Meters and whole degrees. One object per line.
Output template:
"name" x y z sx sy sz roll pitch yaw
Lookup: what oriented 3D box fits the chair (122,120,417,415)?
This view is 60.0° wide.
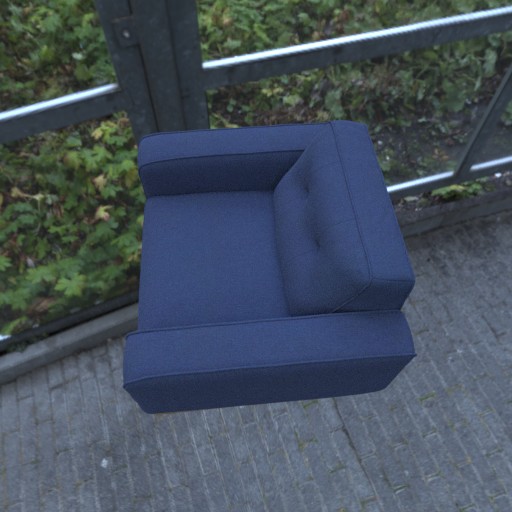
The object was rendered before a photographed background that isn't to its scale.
"chair" 0.000 0.000 1.815 0.953 0.783 1.118 -4 58 -3
